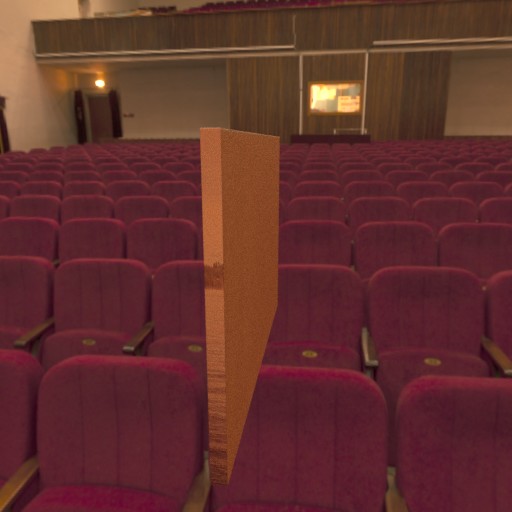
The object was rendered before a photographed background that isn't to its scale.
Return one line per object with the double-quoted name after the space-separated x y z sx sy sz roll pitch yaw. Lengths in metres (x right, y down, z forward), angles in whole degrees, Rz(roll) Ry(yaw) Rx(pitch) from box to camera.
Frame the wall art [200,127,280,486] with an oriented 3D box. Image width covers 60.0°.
0.000 0.000 0.772 0.021 0.410 0.615 2 14 8 "wall art"
